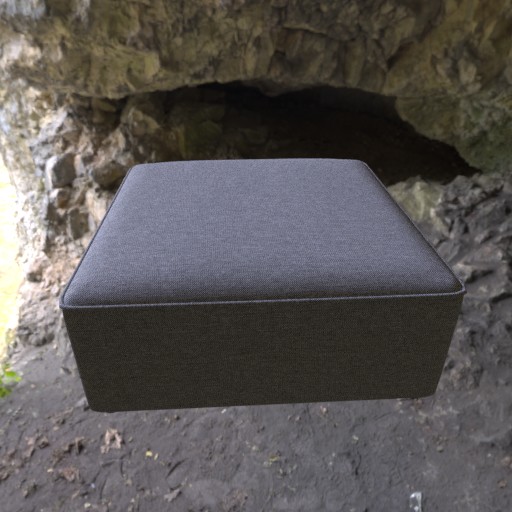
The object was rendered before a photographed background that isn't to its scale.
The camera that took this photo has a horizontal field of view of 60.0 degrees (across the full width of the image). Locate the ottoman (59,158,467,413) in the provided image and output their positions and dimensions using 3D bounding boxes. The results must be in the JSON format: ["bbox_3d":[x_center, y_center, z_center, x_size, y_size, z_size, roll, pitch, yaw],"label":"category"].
[{"bbox_3d":[0.000,0.000,1.570,1.005,0.455,1.005,-2,31,-3],"label":"ottoman"}]
